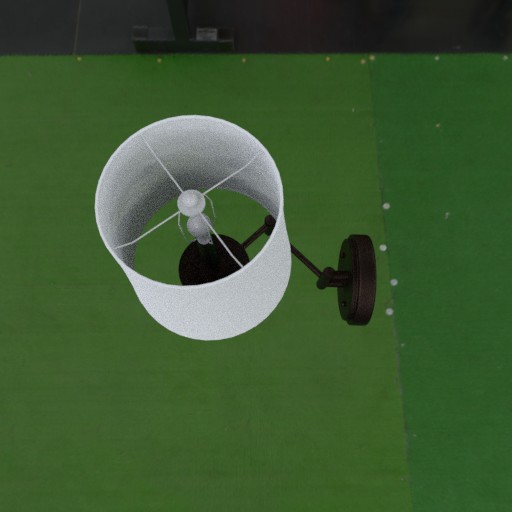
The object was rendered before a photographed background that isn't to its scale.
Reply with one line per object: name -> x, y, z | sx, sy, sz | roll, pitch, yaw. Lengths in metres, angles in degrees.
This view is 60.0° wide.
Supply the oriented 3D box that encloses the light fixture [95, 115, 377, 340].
light fixture -> 0.000, 0.000, 0.268 | 0.157, 0.172, 0.100 | 2, 74, 1
